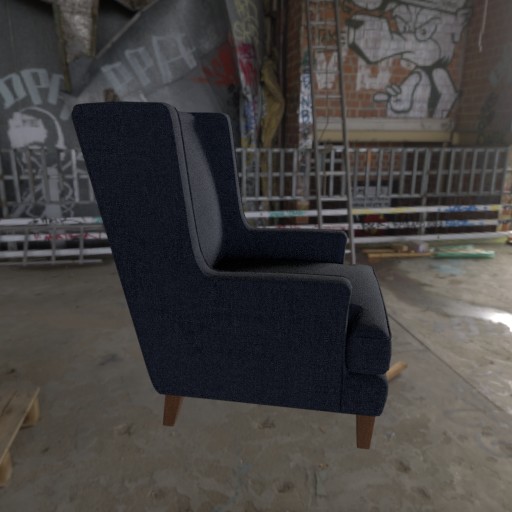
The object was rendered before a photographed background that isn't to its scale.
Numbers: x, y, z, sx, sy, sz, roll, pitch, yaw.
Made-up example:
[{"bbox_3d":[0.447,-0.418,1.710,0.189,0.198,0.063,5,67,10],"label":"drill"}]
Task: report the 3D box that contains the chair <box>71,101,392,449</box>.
[{"bbox_3d":[0.000,0.000,1.682,0.947,1.072,0.764,3,16,10],"label":"chair"}]
